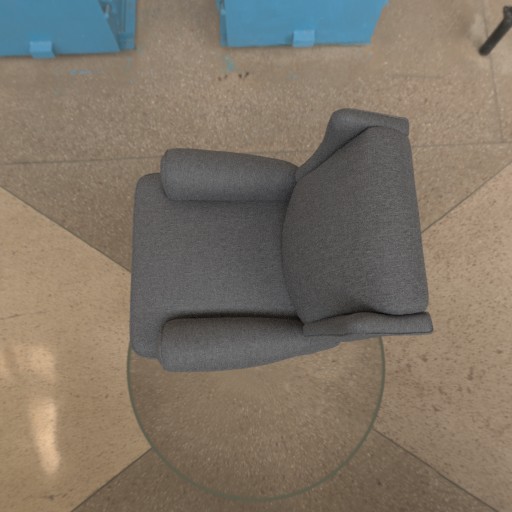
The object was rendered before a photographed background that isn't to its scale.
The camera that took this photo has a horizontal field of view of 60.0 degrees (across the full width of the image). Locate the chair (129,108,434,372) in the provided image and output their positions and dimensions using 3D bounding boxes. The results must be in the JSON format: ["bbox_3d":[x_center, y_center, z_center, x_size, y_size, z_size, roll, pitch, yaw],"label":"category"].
[{"bbox_3d":[0.000,0.000,1.701,0.969,1.011,0.847,-2,77,0],"label":"chair"}]
